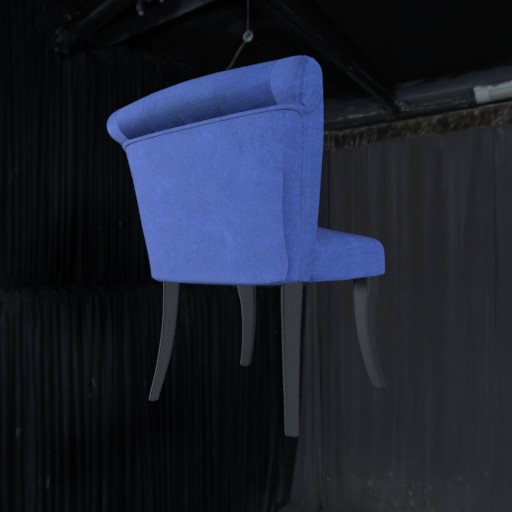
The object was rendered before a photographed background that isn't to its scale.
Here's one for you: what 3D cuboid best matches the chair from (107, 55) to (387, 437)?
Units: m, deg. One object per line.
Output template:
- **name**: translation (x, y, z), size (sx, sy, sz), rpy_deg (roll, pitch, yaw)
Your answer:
- **chair**: translation (0.000, 0.000, 1.177), size (0.585, 0.753, 0.606), rpy_deg (-1, -1, 35)
